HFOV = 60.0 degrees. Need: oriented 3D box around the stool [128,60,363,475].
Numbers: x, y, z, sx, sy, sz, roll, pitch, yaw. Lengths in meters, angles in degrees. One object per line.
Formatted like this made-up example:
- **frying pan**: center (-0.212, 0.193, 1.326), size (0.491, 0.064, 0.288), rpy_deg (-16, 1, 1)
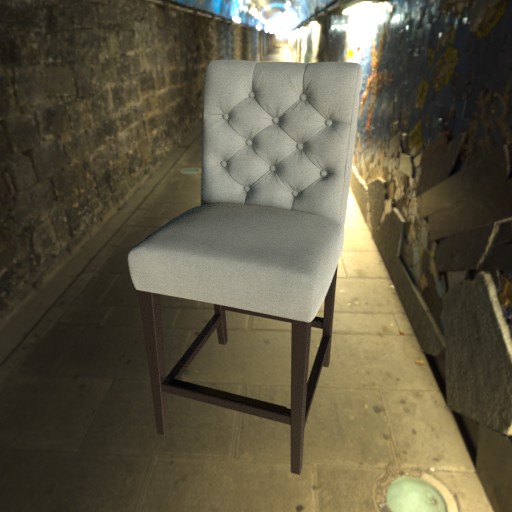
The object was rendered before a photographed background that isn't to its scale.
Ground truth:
- **stool**: center (0.000, 0.000, 1.318), size (0.493, 1.040, 0.601), rpy_deg (9, 28, 17)
